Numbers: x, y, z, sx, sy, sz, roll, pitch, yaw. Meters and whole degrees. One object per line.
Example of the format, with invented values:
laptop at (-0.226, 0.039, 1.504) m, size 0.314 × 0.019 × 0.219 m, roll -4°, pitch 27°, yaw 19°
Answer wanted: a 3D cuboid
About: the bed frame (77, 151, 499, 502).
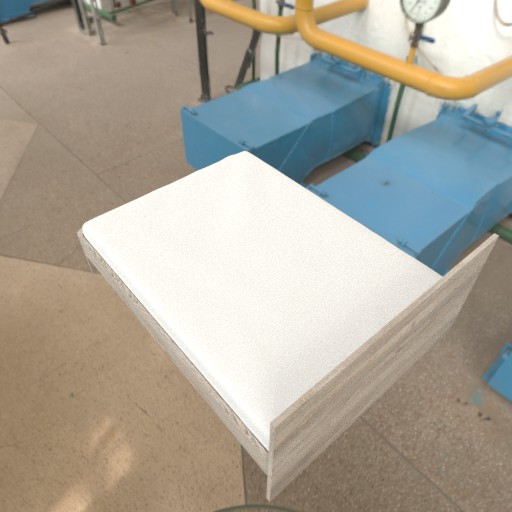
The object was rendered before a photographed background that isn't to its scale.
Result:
bed frame at (0.000, 0.000, 2.653) m, size 1.490 × 0.800 × 1.950 m, roll -31°, pitch 53°, yaw -27°
